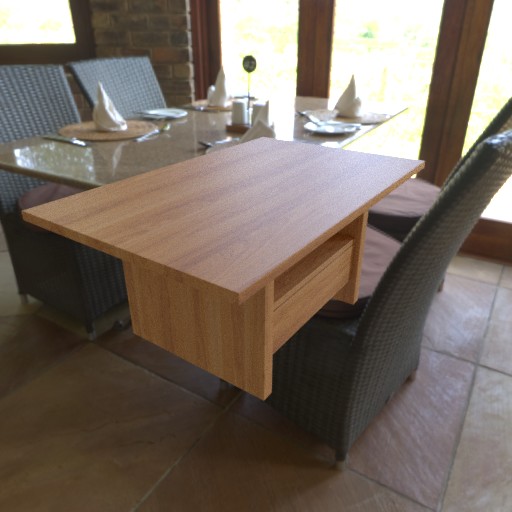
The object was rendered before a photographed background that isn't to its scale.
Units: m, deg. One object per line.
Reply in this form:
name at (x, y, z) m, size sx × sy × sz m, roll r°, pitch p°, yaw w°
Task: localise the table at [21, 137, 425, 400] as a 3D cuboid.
table at (0.000, 0.000, 1.473) m, size 0.700 × 0.510 × 1.100 m, roll 18°, pitch 32°, yaw 31°
